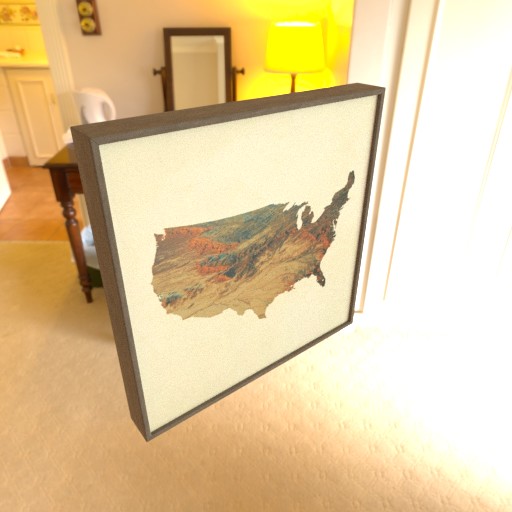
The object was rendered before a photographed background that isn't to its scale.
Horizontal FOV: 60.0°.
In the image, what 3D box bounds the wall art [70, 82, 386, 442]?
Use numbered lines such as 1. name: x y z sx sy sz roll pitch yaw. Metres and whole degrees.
1. wall art: 0.000 0.000 0.455 0.303 0.302 0.038 -21 36 -32
